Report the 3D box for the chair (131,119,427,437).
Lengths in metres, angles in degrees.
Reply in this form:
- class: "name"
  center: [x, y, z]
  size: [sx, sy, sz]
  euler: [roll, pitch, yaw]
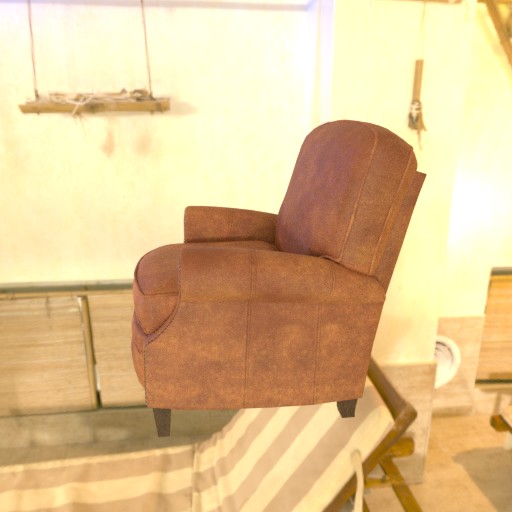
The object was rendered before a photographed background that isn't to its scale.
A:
- class: "chair"
  center: [0.000, 0.000, 1.728]
  size: [0.986, 1.018, 0.936]
  euler: [-2, 16, -7]
